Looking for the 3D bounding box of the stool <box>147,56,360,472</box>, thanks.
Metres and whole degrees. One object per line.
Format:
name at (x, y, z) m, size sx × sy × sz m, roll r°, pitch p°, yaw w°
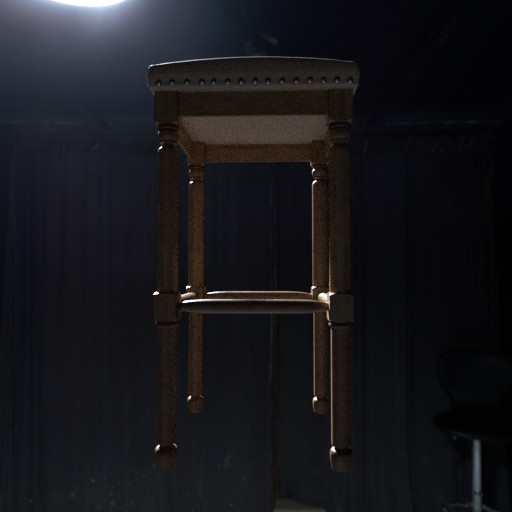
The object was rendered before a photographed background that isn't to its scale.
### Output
stool at (0.000, 0.000, 0.965) m, size 0.383 × 0.768 × 0.382 m, roll 0°, pitch -2°, yaw 2°
